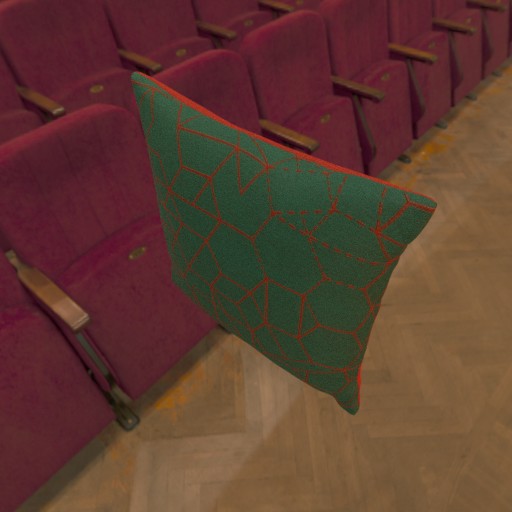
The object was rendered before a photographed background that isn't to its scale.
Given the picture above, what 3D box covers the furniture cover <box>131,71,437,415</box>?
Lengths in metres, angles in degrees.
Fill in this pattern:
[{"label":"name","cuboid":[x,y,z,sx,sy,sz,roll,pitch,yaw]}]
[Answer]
[{"label":"furniture cover","cuboid":[0.000,0.000,0.775,0.517,0.508,0.158,31,53,27]}]
